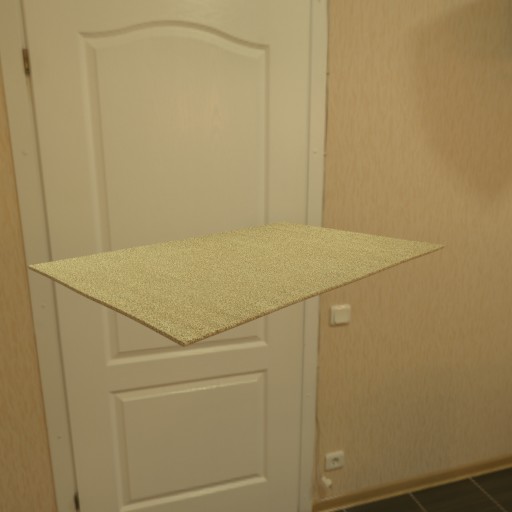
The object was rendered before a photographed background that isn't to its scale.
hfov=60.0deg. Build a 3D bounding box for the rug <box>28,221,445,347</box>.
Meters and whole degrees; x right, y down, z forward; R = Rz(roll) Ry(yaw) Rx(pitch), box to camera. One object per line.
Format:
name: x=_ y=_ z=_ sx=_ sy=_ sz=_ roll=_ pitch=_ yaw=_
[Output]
rug: x=0.000 y=0.000 z=3.405 sx=1.800 sy=0.025 sz=2.699 roll=13 pitch=19 yaw=43
